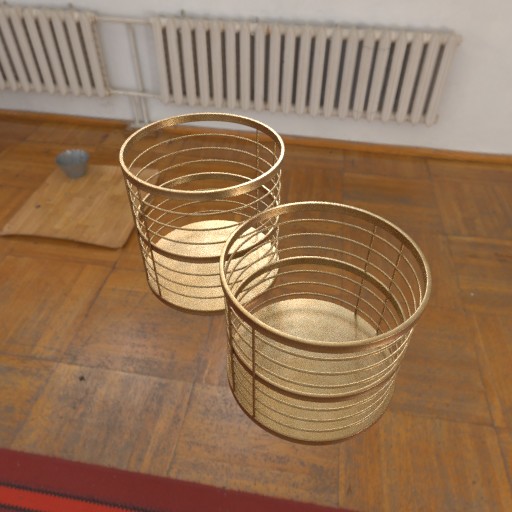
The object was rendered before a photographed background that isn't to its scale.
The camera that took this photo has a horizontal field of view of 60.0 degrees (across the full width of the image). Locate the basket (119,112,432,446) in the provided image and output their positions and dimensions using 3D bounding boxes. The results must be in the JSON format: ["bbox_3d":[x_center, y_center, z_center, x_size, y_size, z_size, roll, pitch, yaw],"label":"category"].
[{"bbox_3d":[0.000,0.000,0.960,0.356,0.351,0.746,-26,48,-26],"label":"basket"}]
